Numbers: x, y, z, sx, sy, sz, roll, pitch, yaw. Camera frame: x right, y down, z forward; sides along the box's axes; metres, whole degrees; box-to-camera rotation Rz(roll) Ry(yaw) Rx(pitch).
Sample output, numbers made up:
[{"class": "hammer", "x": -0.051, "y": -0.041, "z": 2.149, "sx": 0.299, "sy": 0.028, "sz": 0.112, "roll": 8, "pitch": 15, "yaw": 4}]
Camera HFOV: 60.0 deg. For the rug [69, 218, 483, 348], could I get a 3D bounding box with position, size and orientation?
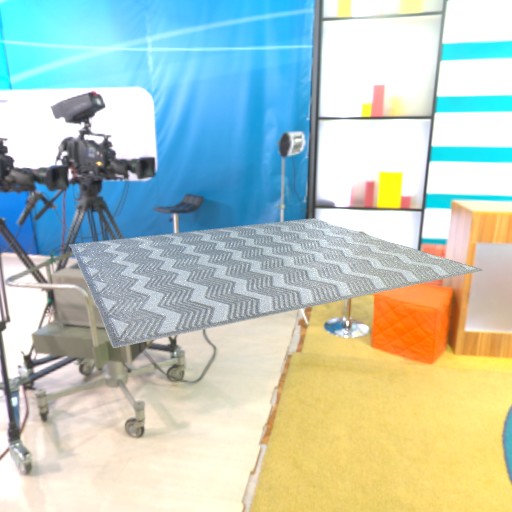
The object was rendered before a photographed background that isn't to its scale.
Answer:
[{"class": "rug", "x": 0.000, "y": 0.000, "z": 3.938, "sx": 2.880, "sy": 0.005, "sz": 2.391, "roll": -8, "pitch": 18, "yaw": -26}]
